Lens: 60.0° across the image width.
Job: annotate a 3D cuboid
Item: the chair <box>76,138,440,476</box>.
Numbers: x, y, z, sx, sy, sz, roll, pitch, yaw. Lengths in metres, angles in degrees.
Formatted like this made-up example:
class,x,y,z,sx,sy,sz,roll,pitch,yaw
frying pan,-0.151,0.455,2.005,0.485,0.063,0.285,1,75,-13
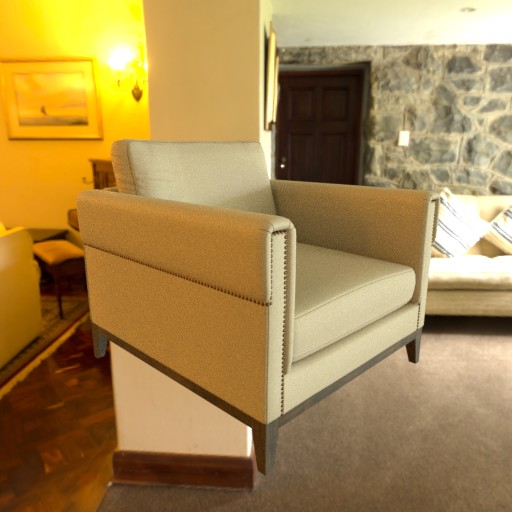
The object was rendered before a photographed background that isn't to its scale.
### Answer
class,x,y,z,sx,sy,sz,roll,pitch,yaw
chair,0.000,0.000,1.637,0.959,0.838,0.914,13,19,43
